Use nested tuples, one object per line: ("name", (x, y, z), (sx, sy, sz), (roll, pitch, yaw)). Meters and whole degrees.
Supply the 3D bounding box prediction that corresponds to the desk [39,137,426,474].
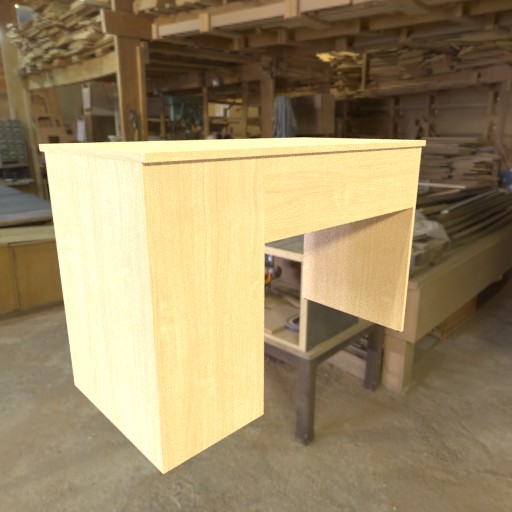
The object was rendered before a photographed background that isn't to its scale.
("desk", (0.000, 0.000, 1.475), (1.097, 0.735, 0.560), (-15, 22, -41))
